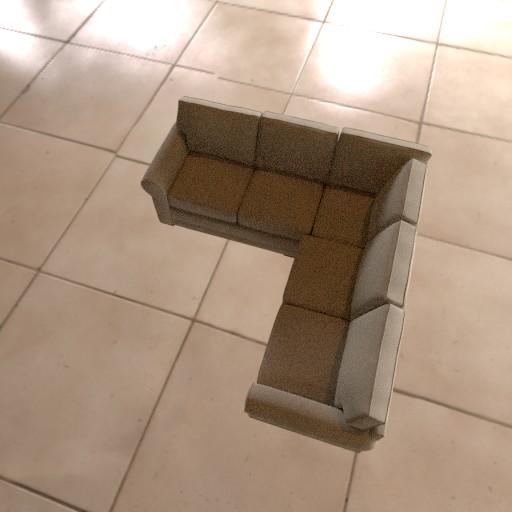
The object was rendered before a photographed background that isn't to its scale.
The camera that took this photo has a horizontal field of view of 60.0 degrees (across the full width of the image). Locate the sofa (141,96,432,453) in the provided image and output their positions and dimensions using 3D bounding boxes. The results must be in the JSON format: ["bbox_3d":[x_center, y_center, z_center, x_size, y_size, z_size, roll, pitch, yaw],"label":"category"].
[{"bbox_3d":[0.000,0.000,3.822,2.487,1.054,2.569,15,60,9],"label":"sofa"}]
